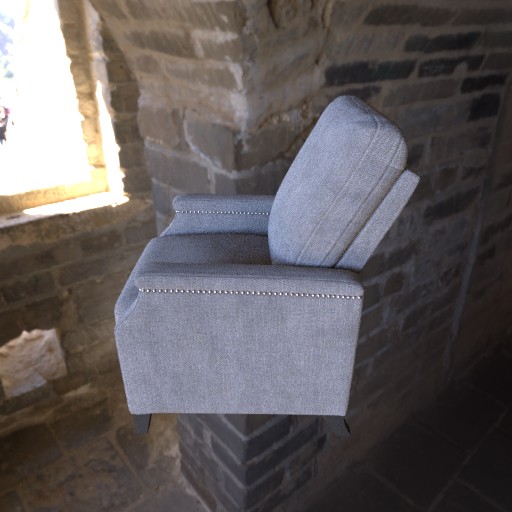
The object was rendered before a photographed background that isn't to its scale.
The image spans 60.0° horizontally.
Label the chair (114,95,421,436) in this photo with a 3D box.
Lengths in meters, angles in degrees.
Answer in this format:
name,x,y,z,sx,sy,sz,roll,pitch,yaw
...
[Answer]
name,x,y,z,sx,sy,sz,roll,pitch,yaw
chair,0.000,0.000,1.606,0.922,1.049,0.710,0,27,1
